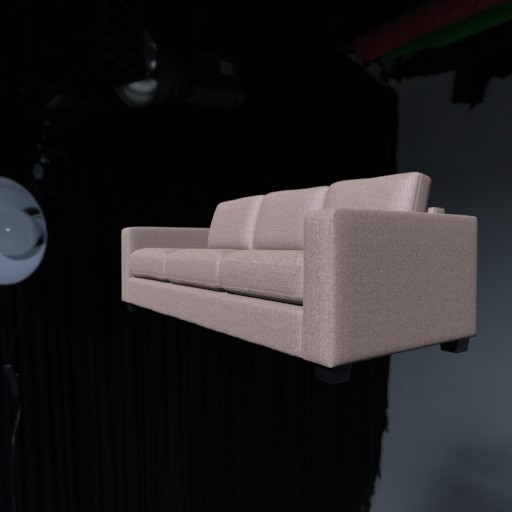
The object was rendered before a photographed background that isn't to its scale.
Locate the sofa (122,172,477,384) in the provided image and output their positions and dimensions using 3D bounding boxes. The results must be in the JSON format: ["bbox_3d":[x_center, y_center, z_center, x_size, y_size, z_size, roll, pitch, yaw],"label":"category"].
[{"bbox_3d":[0.000,0.000,2.567,0.900,0.806,2.160,-1,2,-35],"label":"sofa"}]
